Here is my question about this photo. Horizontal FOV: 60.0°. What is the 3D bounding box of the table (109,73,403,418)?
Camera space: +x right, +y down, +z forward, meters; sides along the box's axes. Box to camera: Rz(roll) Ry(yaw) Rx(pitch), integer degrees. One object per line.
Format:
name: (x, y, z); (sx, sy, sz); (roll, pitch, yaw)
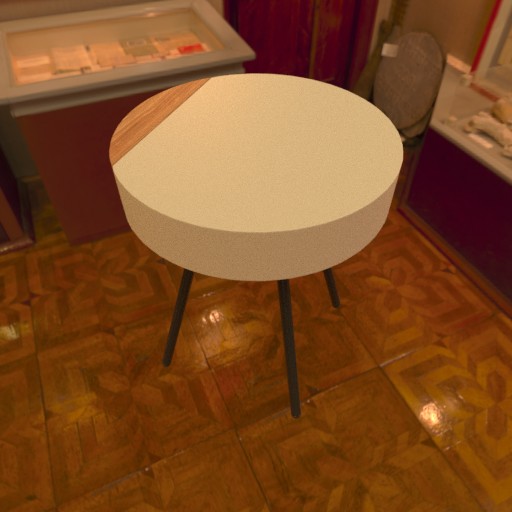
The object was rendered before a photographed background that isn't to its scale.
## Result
table: (0.000, 0.000, 0.858); (0.450, 0.525, 0.450); (0, 46, 0)
